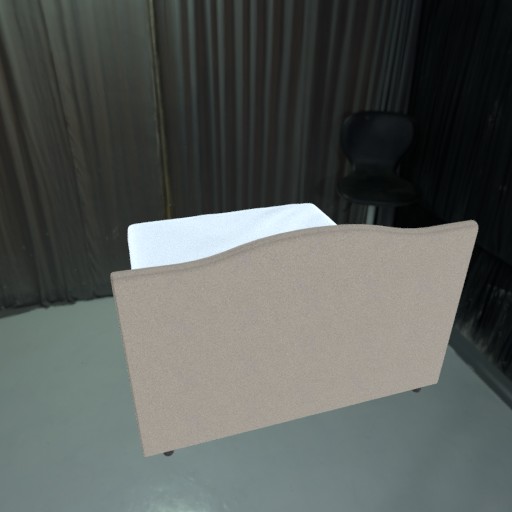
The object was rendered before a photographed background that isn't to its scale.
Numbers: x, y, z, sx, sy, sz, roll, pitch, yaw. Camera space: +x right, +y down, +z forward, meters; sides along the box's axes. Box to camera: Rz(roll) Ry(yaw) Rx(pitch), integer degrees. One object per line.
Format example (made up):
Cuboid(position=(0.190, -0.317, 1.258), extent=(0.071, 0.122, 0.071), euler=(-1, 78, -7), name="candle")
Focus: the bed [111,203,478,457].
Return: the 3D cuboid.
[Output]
Cuboid(position=(0.000, 0.000, 3.524), extent=(2.083, 1.421, 2.182), euler=(-8, 30, -15), name="bed")
